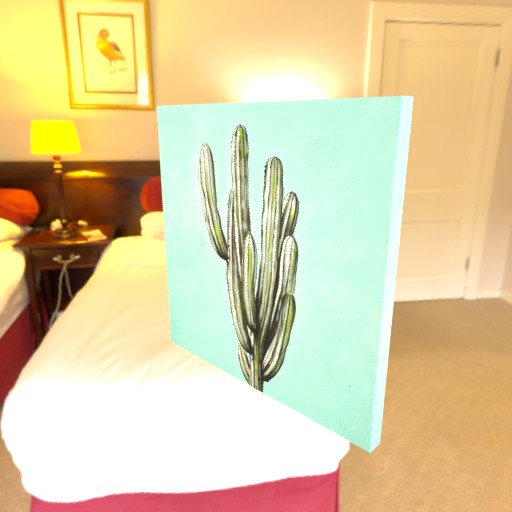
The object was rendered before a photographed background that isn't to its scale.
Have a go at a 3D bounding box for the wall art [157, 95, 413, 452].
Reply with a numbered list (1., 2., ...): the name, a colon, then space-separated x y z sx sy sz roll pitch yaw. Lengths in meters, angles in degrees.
1. wall art: 0.000 0.000 0.919 0.603 0.603 0.036 16 23 42
